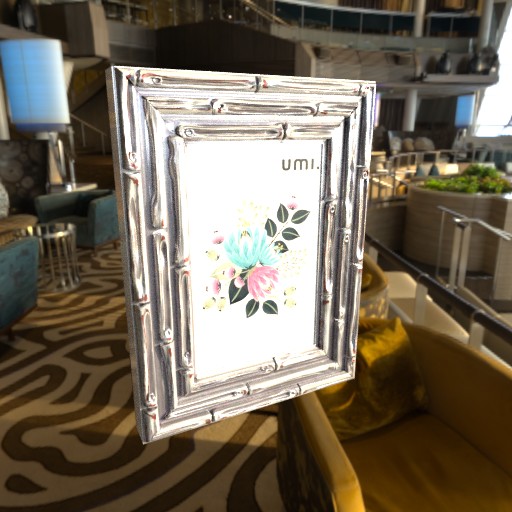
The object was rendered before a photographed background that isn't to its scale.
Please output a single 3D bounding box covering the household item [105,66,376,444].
[{"bbox_3d":[0.000,0.000,0.286,0.165,0.216,0.025,-8,18,-26],"label":"household item"}]
